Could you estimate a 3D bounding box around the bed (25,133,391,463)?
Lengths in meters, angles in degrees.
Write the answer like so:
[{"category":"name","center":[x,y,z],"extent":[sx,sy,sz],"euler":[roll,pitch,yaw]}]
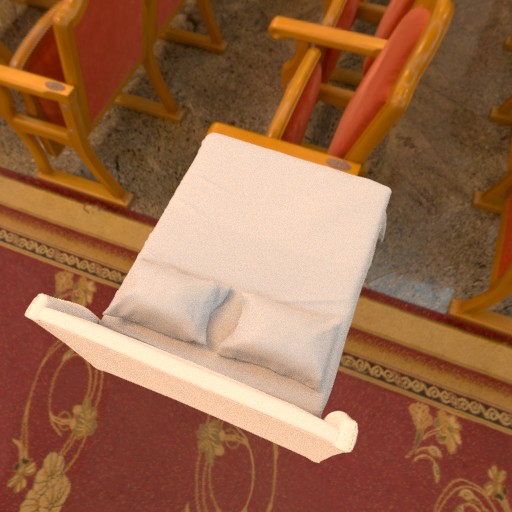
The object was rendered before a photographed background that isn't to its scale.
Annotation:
[{"category":"bed","center":[0.000,0.000,3.354],"extent":[1.925,1.332,2.276],"euler":[20,65,10]}]
